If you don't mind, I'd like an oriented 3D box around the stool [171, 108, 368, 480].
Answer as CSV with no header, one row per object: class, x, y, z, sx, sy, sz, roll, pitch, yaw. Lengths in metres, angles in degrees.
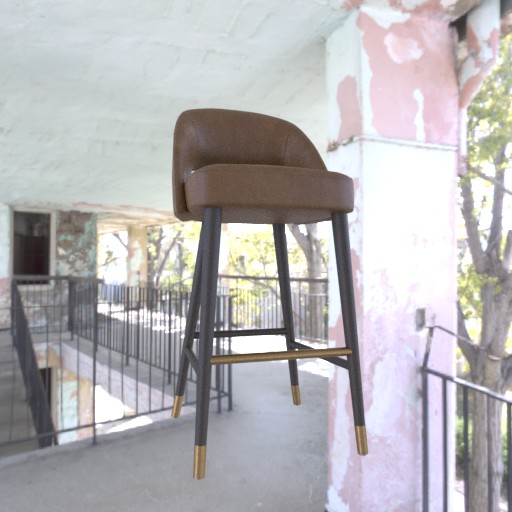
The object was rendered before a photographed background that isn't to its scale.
stool,0.000,0.000,1.325,0.494,1.037,0.509,0,-1,-18
